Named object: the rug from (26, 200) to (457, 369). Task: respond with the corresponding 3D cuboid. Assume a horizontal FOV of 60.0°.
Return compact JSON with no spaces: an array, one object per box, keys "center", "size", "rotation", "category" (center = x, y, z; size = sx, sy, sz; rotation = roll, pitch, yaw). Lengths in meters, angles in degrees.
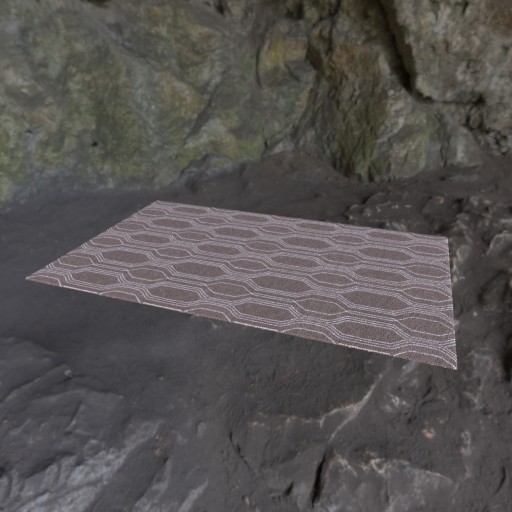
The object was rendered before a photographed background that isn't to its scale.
[{"center":[0.000,0.000,2.995],"size":[2.457,0.012,1.541],"rotation":[9,28,18],"category":"rug"}]
